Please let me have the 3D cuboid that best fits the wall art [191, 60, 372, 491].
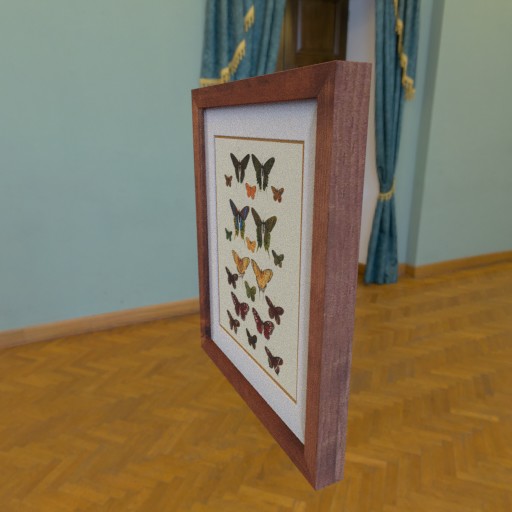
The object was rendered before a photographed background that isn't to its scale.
[{"bbox_3d":[0.000,0.000,0.607,0.039,0.449,0.377,-8,19,-25],"label":"wall art"}]
